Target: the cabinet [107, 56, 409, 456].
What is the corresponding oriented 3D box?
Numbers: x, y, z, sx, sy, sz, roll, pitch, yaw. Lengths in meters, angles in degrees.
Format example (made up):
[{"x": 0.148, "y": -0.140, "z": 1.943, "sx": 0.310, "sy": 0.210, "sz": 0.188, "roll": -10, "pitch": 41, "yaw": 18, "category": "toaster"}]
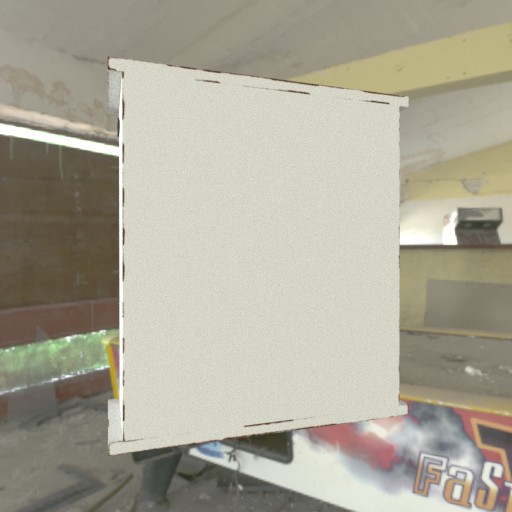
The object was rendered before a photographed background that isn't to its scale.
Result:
[{"x": 0.000, "y": 0.000, "z": 0.853, "sx": 0.541, "sy": 0.603, "sz": 0.210, "roll": 0, "pitch": 0, "yaw": -18, "category": "cabinet"}]
